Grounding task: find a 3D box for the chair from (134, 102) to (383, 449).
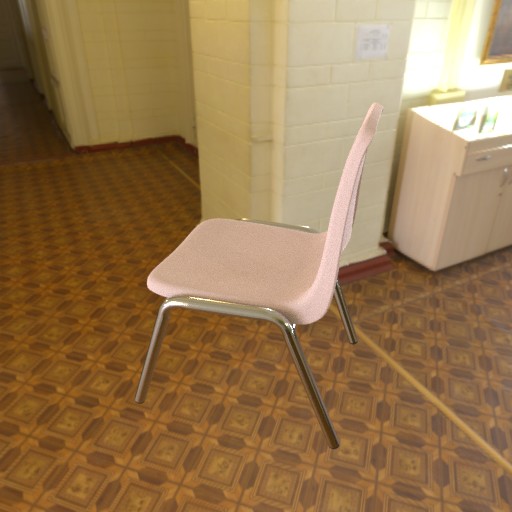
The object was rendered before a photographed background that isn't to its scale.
[{"bbox_3d":[0.000,0.000,0.867,0.423,0.586,0.354,9,31,15],"label":"chair"}]
